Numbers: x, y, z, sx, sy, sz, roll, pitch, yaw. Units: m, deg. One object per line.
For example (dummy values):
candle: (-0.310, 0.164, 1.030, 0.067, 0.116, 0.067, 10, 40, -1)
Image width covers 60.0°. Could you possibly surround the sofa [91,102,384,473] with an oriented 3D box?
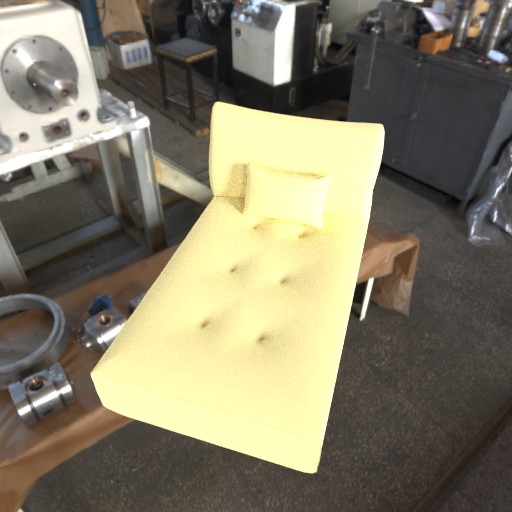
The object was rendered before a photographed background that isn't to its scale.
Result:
sofa: (0.000, 0.000, 2.043, 0.930, 0.820, 1.450, 12, 42, 13)
